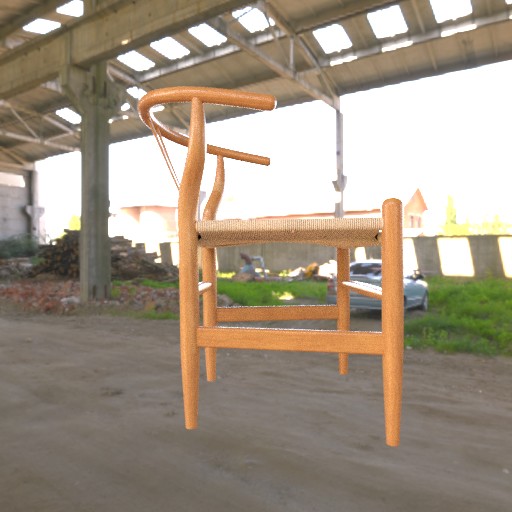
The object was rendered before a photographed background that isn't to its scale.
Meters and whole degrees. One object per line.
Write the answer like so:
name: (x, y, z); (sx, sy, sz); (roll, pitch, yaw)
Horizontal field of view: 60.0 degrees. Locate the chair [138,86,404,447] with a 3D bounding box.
chair: (0.000, 0.000, 1.125); (0.579, 0.730, 0.569); (0, 0, 1)
